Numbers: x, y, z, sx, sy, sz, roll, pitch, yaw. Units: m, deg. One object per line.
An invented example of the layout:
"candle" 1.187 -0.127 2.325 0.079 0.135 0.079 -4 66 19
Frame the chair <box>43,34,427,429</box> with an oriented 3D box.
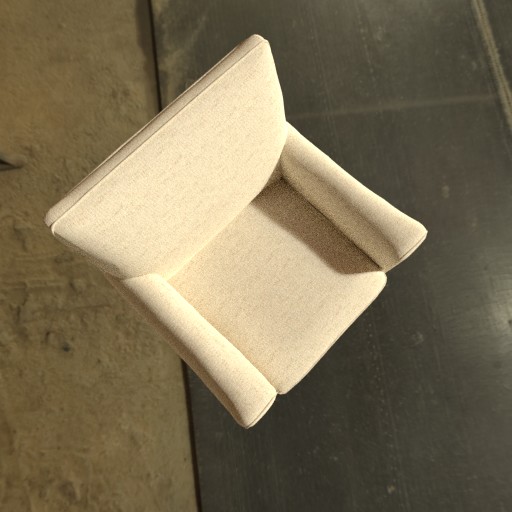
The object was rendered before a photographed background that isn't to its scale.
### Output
"chair" 0.000 0.000 1.606 0.823 0.943 0.870 43 80 10
